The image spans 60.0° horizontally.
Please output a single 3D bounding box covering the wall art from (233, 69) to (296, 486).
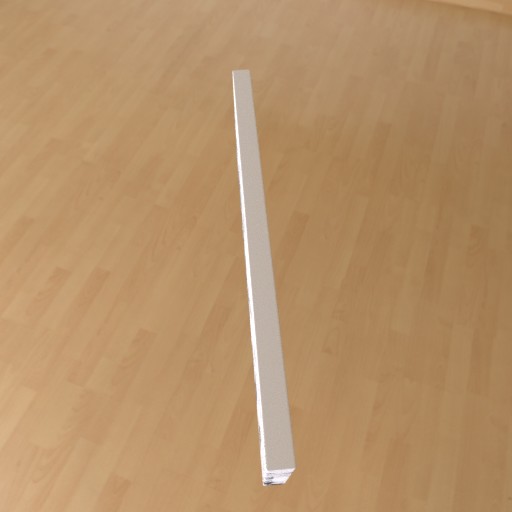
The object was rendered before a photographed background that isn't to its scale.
[{"bbox_3d":[0.000,0.000,0.846,0.038,0.255,0.763,-4,59,-2],"label":"wall art"}]
